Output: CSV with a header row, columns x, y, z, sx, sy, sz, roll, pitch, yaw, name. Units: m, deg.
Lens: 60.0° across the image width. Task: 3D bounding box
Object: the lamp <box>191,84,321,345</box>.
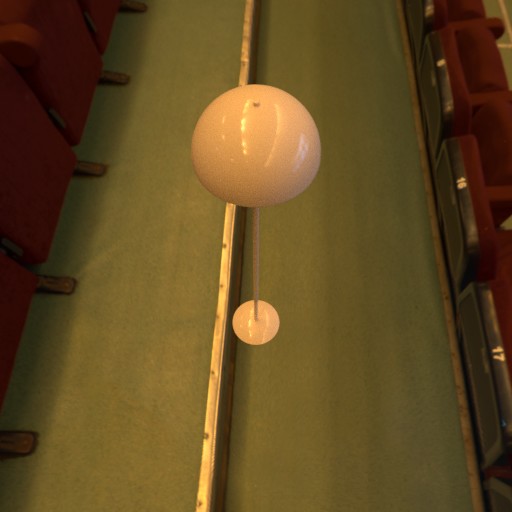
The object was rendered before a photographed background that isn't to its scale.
x,y,z,sx,sy,sz,roll,pitch,yaw,name
0.000,0.000,1.631,0.328,1.480,0.328,2,63,1,lamp
